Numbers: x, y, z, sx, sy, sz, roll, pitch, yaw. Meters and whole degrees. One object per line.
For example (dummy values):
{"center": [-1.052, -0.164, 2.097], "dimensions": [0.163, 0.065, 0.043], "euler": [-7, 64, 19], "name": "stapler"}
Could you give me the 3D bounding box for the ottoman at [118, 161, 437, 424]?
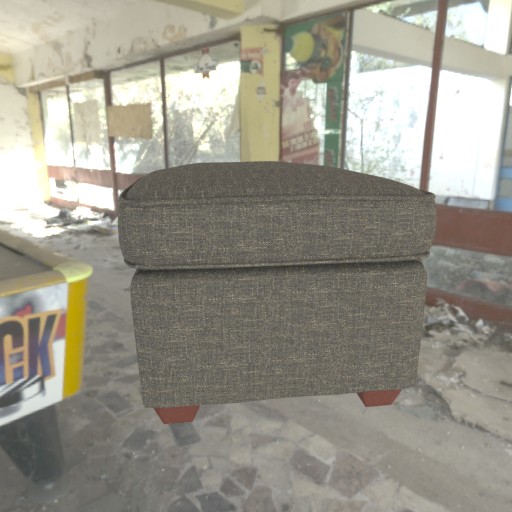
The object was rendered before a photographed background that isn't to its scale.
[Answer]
{"center": [0.000, 0.000, 1.089], "dimensions": [0.549, 0.450, 0.749], "euler": [-2, 15, -8], "name": "ottoman"}
